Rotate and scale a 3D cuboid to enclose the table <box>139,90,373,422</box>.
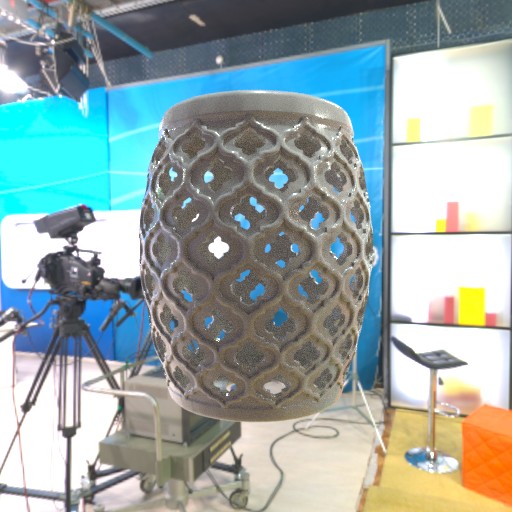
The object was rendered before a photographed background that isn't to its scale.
[{"bbox_3d":[0.000,0.000,0.636,0.325,0.388,0.325,0,2,0],"label":"table"}]
